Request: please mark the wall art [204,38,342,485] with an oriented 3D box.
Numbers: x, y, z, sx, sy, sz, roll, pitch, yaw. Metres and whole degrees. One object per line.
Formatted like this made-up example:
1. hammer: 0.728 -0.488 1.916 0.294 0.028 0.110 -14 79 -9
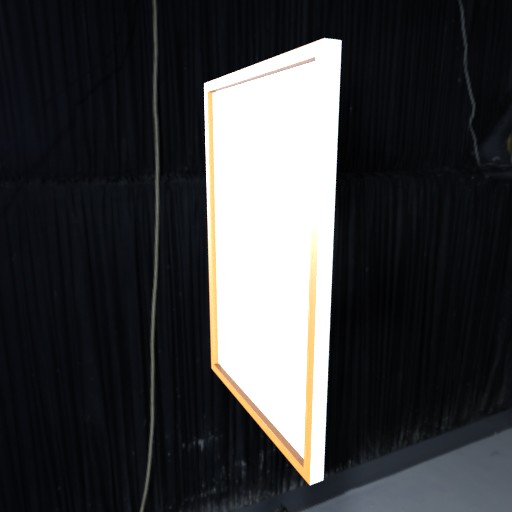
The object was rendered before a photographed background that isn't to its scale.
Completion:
1. wall art: 0.000 0.000 0.764 0.025 0.608 0.405 -7 15 -26
